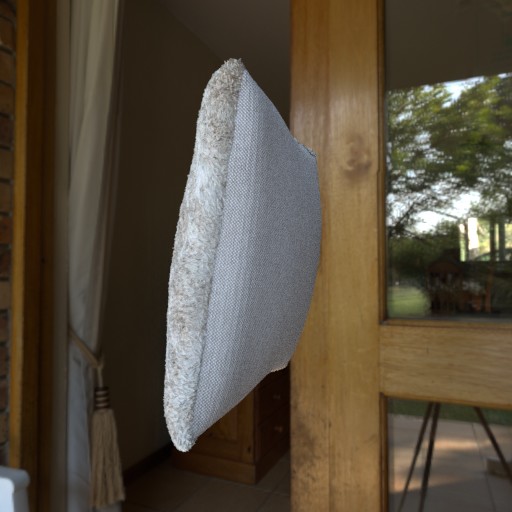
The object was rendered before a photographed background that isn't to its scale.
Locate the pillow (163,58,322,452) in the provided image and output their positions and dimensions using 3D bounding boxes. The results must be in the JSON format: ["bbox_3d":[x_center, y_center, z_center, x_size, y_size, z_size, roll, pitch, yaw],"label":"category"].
[{"bbox_3d":[0.000,0.000,0.809,0.218,0.515,0.529,-1,-2,18],"label":"pillow"}]
